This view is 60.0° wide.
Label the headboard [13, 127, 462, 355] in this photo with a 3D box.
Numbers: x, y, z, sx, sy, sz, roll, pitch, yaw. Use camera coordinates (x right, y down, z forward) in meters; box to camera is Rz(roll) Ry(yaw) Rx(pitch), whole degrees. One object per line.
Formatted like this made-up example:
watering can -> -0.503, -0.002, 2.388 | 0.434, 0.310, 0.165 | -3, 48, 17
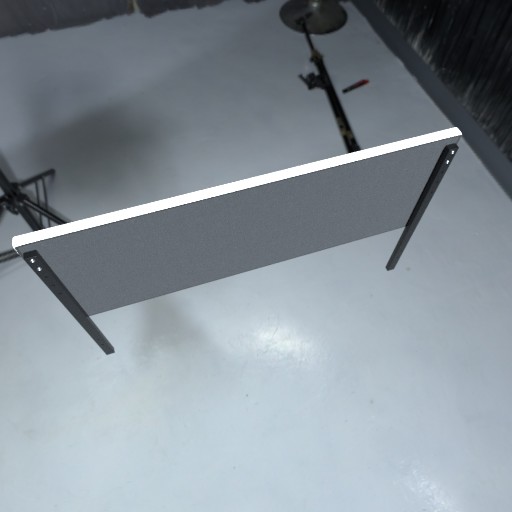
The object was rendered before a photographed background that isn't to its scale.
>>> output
headboard -> 0.000, 0.000, 2.819 | 2.362, 1.410, 0.120 | -16, 60, -9
